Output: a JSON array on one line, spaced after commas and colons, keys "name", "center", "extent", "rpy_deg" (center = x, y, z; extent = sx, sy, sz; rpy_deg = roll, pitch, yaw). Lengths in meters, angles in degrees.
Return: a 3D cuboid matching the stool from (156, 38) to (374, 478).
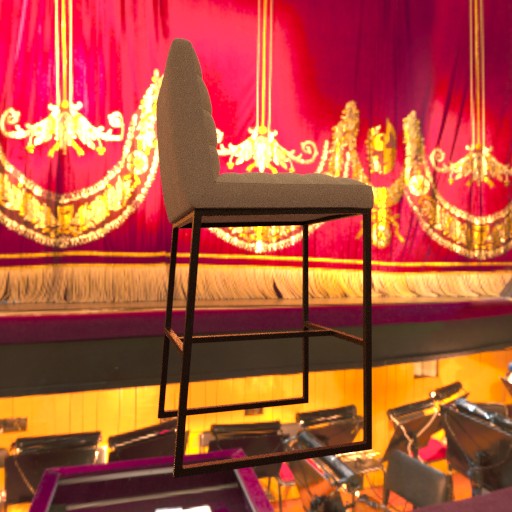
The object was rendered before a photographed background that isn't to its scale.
[{"name": "stool", "center": [0.000, 0.000, 1.348], "extent": [0.573, 1.061, 0.464], "rpy_deg": [0, -1, -17]}]
